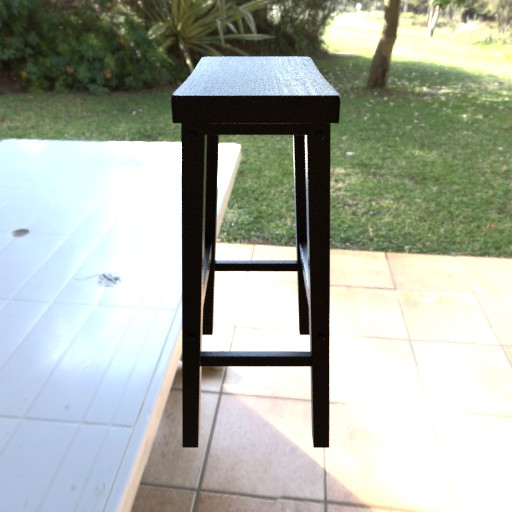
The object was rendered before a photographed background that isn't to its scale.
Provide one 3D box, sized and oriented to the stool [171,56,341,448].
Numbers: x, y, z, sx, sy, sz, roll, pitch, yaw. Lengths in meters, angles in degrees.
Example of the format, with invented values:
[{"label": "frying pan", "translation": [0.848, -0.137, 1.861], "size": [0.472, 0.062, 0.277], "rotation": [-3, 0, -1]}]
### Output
[{"label": "stool", "translation": [0.000, 0.000, 0.956], "size": [0.322, 0.742, 0.406], "rotation": [0, 31, 0]}]
